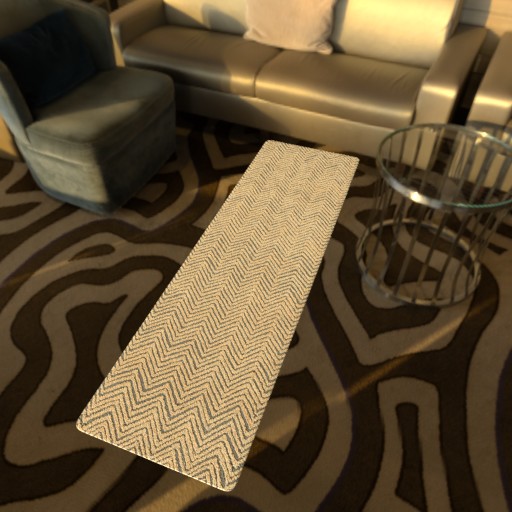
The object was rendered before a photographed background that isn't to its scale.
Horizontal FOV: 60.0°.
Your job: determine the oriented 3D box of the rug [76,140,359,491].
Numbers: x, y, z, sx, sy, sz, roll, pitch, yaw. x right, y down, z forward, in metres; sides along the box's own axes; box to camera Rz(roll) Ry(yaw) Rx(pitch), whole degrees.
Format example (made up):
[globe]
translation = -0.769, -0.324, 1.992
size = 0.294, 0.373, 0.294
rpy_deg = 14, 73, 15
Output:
[rug]
translation = 0.000, 0.000, 2.417
size = 0.686, 0.008, 2.286
rpy_deg = 15, 48, 14
